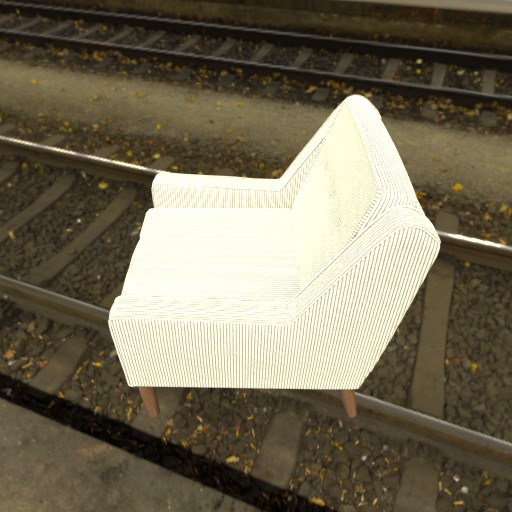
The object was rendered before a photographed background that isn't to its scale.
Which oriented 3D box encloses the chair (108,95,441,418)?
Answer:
[{"bbox_3d":[0.000,0.000,1.335,0.743,0.792,0.663,0,42,0],"label":"chair"}]
